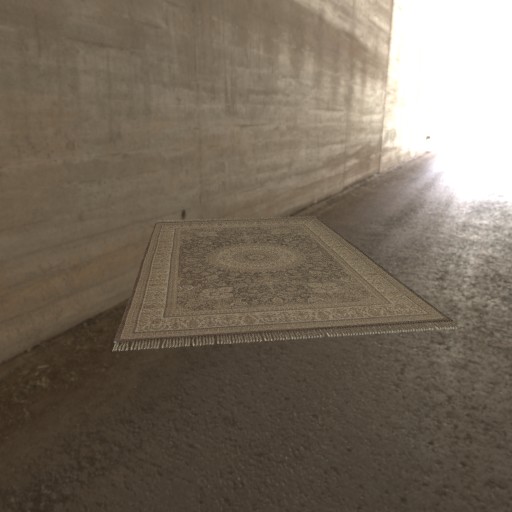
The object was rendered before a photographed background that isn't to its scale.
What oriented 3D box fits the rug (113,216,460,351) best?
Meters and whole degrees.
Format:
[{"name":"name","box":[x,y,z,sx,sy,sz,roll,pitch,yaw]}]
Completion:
[{"name":"rug","box":[0.000,0.000,3.037,1.528,0.010,2.440,-2,17,-8]}]
